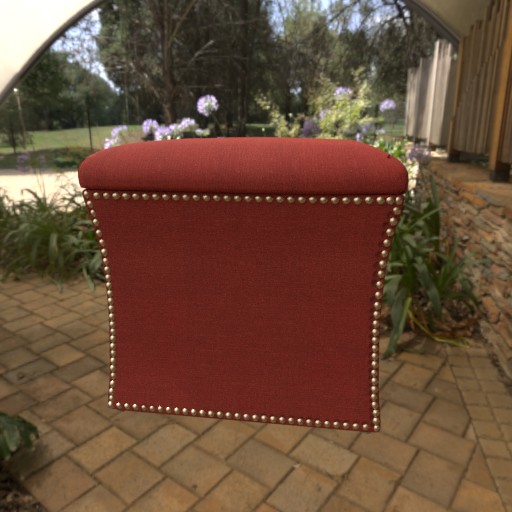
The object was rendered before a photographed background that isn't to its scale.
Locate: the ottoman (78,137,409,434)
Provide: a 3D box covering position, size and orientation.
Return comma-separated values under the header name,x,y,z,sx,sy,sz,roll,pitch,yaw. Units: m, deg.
name,x,y,z,sx,sy,sz,roll,pitch,yaw
ottoman,0.000,0.000,0.917,0.507,0.475,0.497,2,16,8
